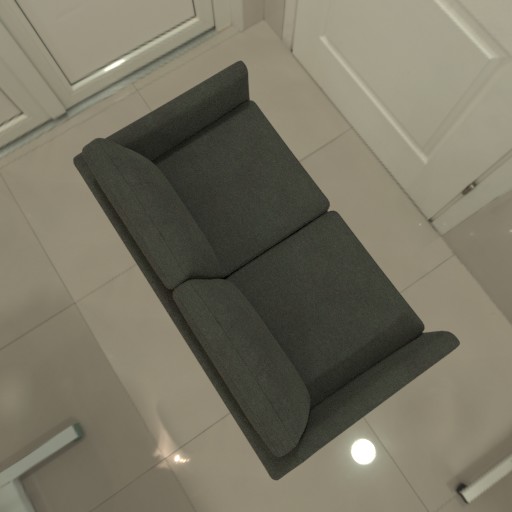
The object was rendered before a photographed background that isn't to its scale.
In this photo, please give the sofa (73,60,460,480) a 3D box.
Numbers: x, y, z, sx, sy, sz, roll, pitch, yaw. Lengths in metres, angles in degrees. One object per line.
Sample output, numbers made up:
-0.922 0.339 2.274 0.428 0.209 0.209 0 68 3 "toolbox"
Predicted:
0.000 0.000 2.422 1.091 0.845 1.909 -33 78 -8 "sofa"
